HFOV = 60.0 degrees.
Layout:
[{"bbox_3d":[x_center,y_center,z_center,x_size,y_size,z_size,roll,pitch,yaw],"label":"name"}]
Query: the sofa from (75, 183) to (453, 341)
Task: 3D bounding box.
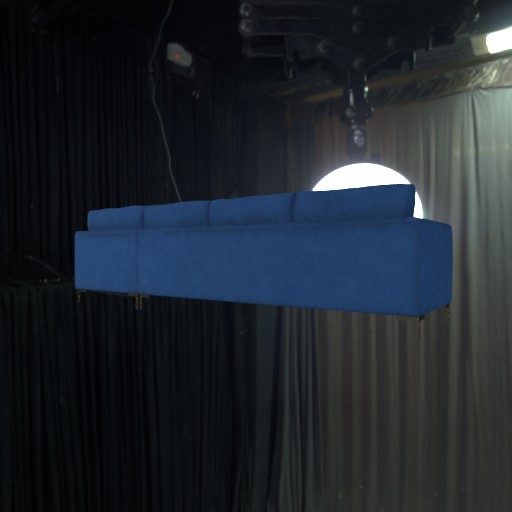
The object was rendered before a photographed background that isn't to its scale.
[{"bbox_3d":[0.000,0.000,3.532,2.932,0.810,1.350,0,1,35],"label":"sofa"}]
